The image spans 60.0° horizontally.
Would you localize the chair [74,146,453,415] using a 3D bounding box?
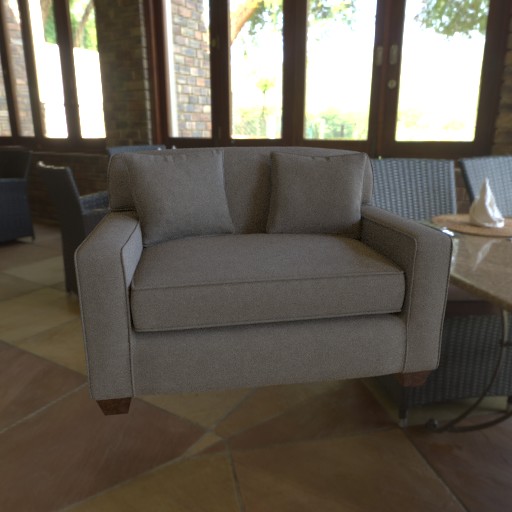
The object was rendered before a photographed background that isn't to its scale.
[{"bbox_3d":[0.000,0.000,2.042,1.395,0.953,0.992,-3,16,-9],"label":"chair"}]
